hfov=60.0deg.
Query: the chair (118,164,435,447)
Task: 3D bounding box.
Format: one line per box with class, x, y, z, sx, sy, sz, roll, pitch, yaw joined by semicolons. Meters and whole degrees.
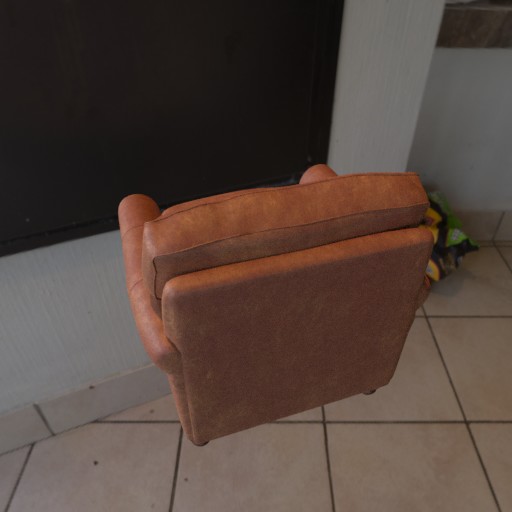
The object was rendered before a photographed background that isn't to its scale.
chair;0.000;0.000;1.737;0.983;0.962;0.986;-12;41;-14
